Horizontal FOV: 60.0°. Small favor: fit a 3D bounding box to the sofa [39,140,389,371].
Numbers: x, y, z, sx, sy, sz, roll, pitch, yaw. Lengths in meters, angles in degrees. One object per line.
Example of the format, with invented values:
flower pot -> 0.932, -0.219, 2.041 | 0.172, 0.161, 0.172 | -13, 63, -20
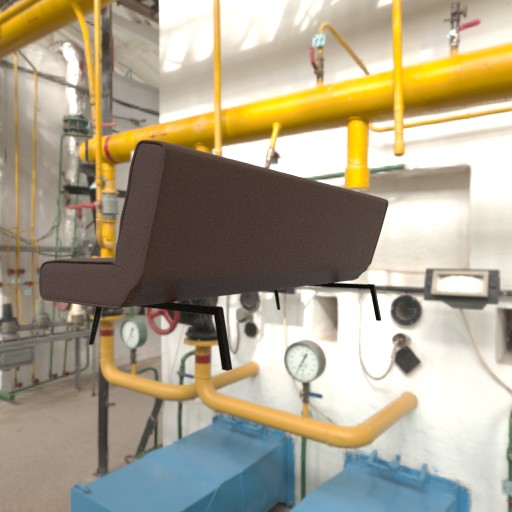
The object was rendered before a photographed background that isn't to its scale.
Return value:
sofa -> 0.000, 0.000, 2.107 | 0.747, 0.699, 1.703 | 0, 1, 37
